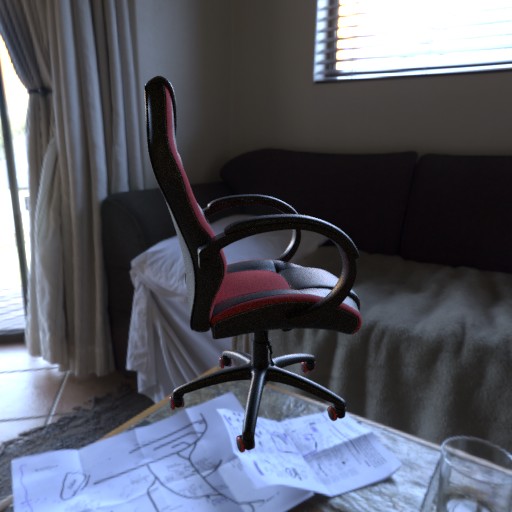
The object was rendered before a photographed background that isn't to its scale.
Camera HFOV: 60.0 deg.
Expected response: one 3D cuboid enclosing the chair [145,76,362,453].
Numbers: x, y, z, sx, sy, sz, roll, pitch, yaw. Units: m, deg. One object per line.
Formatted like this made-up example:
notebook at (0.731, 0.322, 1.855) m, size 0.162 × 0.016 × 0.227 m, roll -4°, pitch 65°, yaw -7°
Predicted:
chair at (0.000, 0.000, 1.620) m, size 0.724 × 1.187 × 0.673 m, roll -3°, pitch 14°, yaw -10°
